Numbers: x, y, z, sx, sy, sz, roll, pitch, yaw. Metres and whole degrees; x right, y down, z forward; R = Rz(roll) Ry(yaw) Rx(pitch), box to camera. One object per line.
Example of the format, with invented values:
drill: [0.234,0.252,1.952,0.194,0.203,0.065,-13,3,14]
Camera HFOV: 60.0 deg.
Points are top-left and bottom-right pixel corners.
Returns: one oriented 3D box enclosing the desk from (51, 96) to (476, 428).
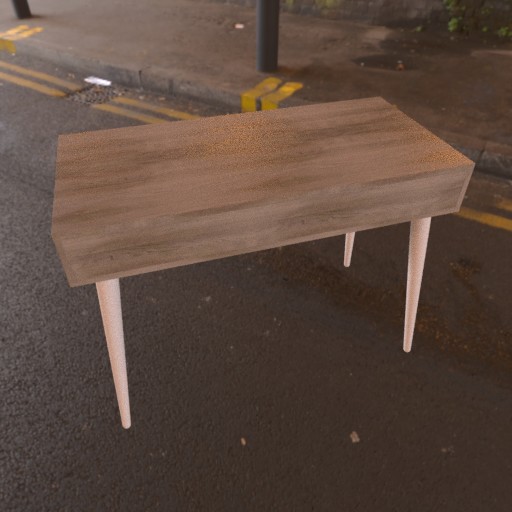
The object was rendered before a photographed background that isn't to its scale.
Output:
desk: [0.000,0.000,1.376,0.979,0.723,0.491,-11,41,-13]
